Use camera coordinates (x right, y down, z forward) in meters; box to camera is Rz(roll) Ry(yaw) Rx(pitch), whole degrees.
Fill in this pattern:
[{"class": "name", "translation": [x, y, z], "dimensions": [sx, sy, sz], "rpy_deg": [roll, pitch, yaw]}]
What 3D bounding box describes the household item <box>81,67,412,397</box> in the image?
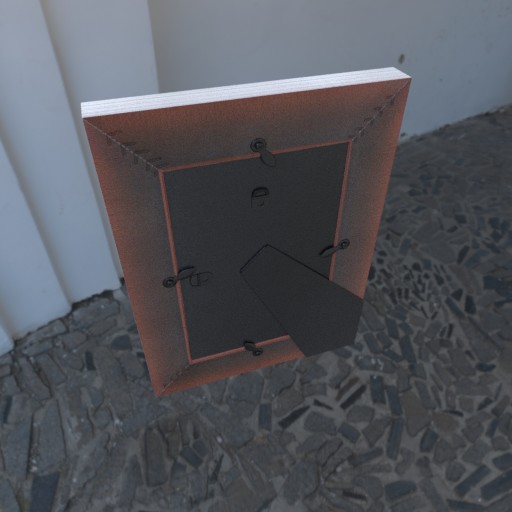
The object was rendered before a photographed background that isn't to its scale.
[{"class": "household item", "translation": [0.000, 0.000, 0.288], "dimensions": [0.165, 0.216, 0.025], "rpy_deg": [-12, 42, -14]}]
